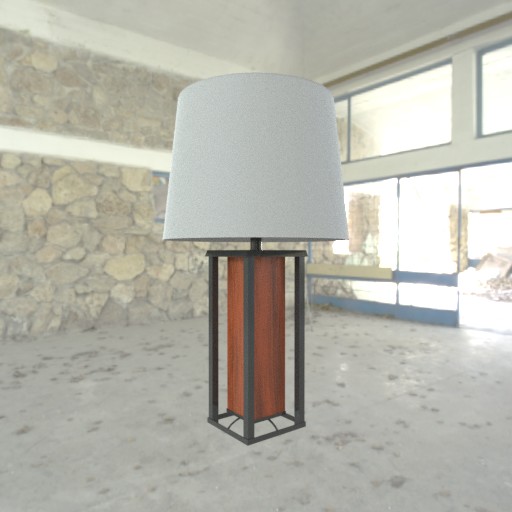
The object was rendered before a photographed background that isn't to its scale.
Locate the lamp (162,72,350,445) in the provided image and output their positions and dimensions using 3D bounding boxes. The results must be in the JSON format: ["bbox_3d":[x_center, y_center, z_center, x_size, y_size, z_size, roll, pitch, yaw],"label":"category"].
[{"bbox_3d":[0.000,0.000,0.775,0.320,0.591,0.320,0,1,0],"label":"lamp"}]
